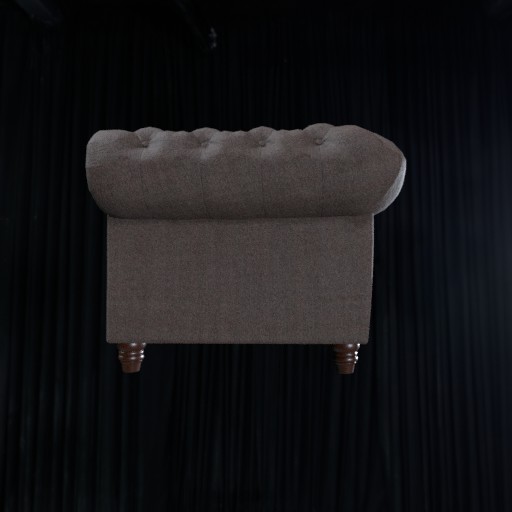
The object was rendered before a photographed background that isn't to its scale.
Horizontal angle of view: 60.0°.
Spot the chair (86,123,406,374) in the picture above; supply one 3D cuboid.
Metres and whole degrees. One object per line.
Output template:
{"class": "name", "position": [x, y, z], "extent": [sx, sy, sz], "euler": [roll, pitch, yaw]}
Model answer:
{"class": "chair", "position": [0.000, 0.000, 1.860], "extent": [0.945, 0.780, 1.298], "euler": [0, -2, 2]}
